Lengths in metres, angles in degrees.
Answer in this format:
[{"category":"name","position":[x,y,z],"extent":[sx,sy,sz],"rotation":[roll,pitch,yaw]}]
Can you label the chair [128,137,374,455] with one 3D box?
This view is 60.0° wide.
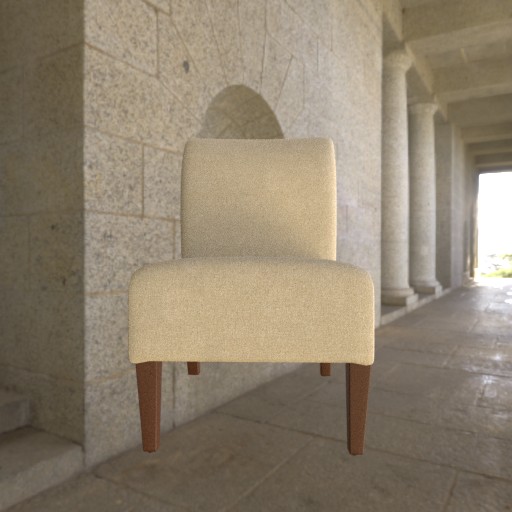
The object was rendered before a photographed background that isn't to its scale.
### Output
[{"category":"chair","position":[0.000,0.000,1.273],"extent":[0.521,0.833,0.754],"rotation":[0,1,2]}]
